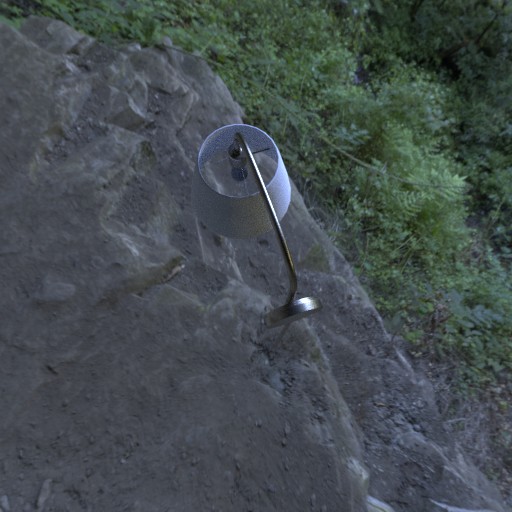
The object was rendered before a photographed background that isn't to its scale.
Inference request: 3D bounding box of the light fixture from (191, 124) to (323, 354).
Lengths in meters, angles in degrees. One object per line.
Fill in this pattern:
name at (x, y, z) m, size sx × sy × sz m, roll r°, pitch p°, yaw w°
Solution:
light fixture at (0.000, 0.000, 0.473) m, size 0.092 × 0.399 × 0.176 m, roll -19°, pitch 75°, yaw -5°
